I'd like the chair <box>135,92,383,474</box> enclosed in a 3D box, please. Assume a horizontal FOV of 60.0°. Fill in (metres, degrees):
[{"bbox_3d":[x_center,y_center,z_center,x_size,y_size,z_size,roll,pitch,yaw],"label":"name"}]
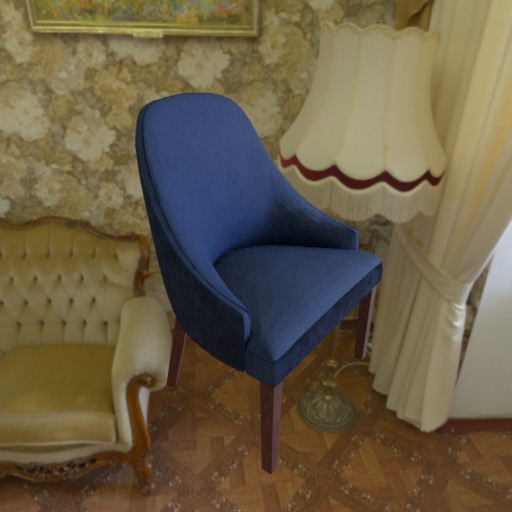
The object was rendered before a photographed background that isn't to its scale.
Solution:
[{"bbox_3d":[0.000,0.000,1.331,0.575,0.889,0.643,18,31,32],"label":"chair"}]
